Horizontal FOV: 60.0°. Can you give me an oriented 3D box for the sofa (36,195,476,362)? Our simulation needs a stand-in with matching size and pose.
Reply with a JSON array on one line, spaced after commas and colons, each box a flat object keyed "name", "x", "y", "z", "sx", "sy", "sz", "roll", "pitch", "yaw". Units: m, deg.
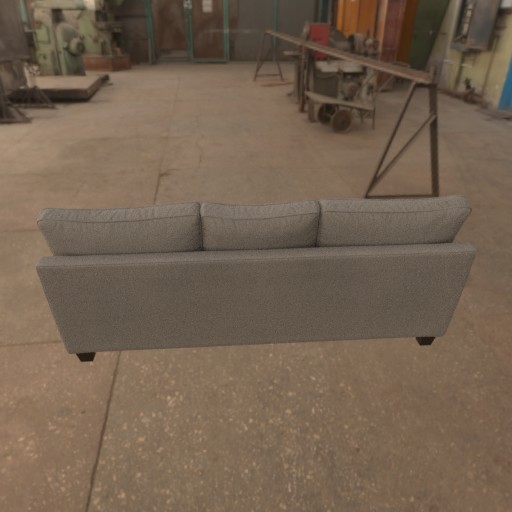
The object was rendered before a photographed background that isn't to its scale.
[{"name": "sofa", "x": 0.000, "y": 0.000, "z": 2.844, "sx": 2.323, "sy": 0.991, "sz": 1.016, "roll": -2, "pitch": 29, "yaw": -4}]
